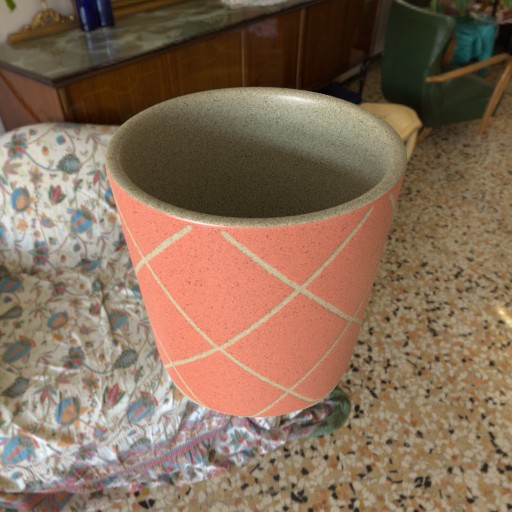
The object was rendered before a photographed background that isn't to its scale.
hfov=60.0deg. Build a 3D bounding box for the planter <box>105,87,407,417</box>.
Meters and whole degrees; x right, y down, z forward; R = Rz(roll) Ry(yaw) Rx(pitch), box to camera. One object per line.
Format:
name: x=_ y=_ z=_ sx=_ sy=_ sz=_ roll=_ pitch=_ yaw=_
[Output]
planter: x=0.000 y=0.000 z=0.351 sx=0.191 sy=0.200 sz=0.191 roll=0 pitch=40 yaw=0
